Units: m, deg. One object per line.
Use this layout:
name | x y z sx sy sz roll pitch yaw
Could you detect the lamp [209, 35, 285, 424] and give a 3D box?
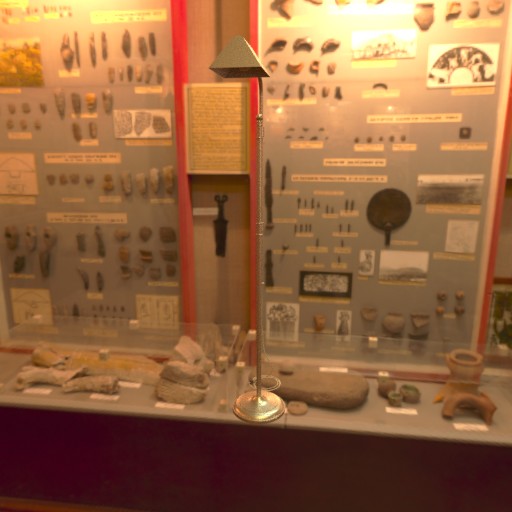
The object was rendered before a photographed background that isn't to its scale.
lamp | 0.000 0.000 1.887 0.256 1.571 0.813 2 14 9
